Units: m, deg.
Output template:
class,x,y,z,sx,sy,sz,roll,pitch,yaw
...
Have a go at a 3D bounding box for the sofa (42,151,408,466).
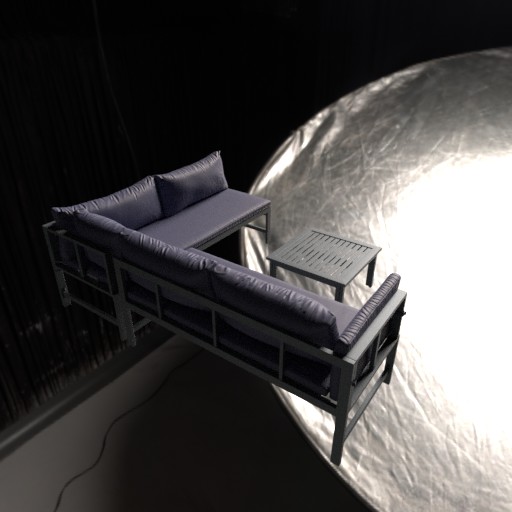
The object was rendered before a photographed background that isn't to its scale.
class,x,y,z,sx,sy,sz,roll,pitch,yaw
sofa,0.000,0.000,2.971,2.149,0.762,1.658,19,35,30
